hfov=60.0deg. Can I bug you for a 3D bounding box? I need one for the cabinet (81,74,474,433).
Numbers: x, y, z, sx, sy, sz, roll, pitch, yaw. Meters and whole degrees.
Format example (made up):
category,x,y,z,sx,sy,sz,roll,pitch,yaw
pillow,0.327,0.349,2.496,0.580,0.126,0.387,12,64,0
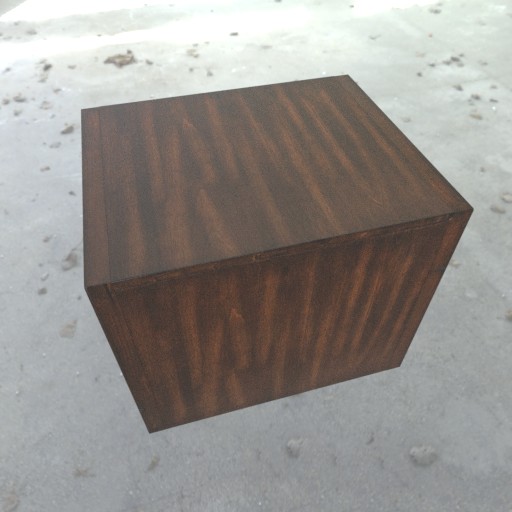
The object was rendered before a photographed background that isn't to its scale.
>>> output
category,x,y,z,sx,sy,sz,roll,pitch,yaw
cabinet,0.000,0.000,0.825,0.500,0.455,0.402,-11,48,-11
